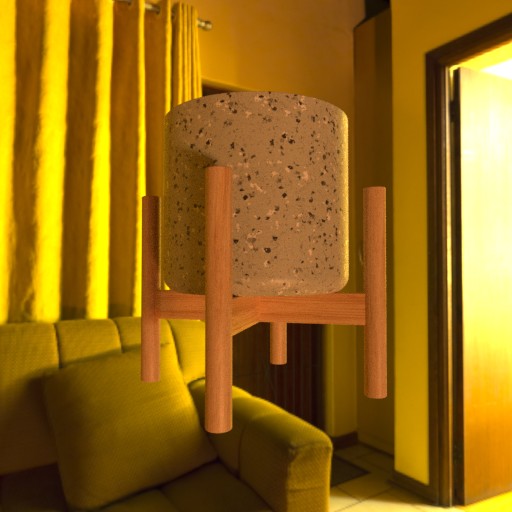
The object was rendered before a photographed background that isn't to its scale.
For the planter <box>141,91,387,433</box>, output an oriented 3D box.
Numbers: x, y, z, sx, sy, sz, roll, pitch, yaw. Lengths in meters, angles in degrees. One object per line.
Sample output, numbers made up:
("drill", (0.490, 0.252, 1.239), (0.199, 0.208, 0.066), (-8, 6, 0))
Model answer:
("planter", (0.000, 0.000, 0.544), (0.284, 0.320, 0.284), (-1, -2, 37))
